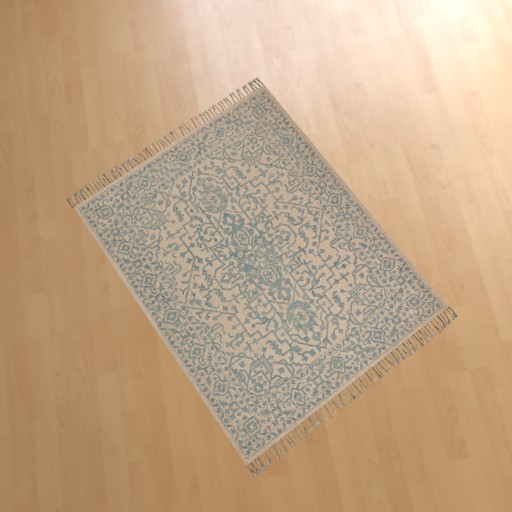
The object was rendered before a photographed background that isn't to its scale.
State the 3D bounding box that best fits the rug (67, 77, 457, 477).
[{"bbox_3d":[0.000,0.000,4.453,2.464,0.010,3.327,-35,79,-8],"label":"rug"}]
